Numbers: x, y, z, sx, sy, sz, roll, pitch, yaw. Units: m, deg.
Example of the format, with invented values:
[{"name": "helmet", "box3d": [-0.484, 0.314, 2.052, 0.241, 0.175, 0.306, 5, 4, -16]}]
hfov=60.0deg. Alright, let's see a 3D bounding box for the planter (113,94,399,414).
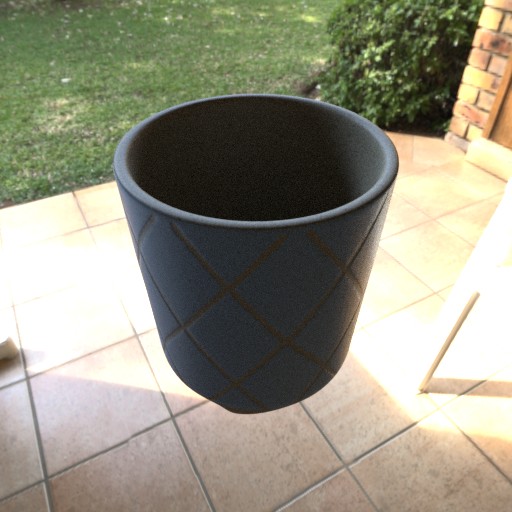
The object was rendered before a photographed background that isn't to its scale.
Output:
[{"name": "planter", "box3d": [0.000, 0.000, 0.367, 0.191, 0.200, 0.191, 0, 41, 0]}]
